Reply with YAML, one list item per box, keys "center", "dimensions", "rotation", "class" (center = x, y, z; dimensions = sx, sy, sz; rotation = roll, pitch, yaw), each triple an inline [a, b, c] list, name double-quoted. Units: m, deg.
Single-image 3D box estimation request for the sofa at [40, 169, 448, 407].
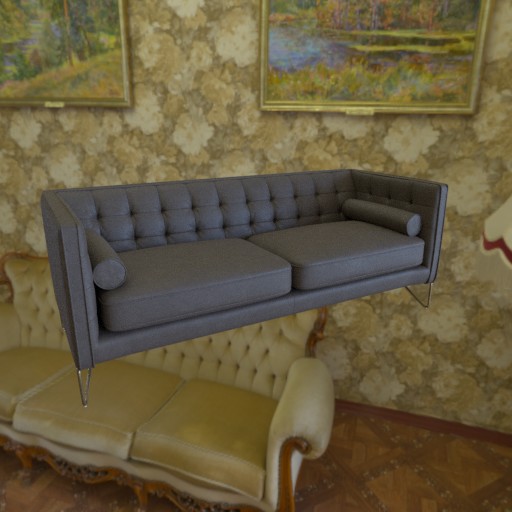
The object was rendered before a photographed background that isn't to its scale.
- center: [0.000, 0.000, 2.504]
  dimensions: [2.087, 0.789, 0.867]
  rotation: [-10, 20, -27]
  class: "sofa"
